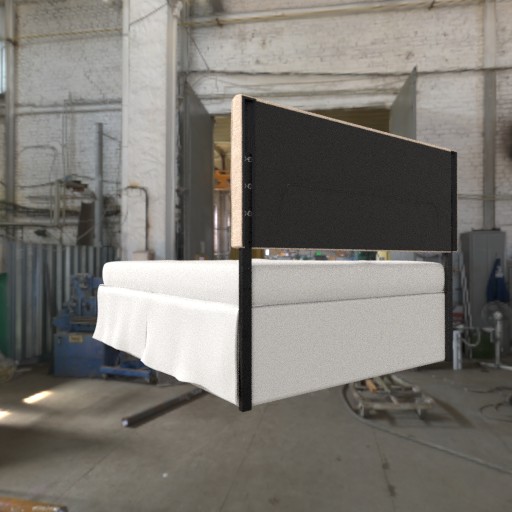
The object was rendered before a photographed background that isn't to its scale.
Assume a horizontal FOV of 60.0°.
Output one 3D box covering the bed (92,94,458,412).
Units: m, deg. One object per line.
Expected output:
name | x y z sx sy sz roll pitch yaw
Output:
bed | 0.000 0.000 3.004 1.643 1.270 1.978 0 -1 -36
